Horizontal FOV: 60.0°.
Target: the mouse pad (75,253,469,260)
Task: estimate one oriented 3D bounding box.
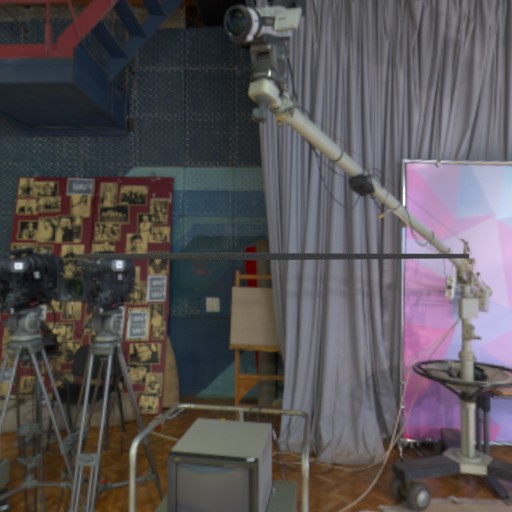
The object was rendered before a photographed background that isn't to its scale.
[{"bbox_3d":[0.000,0.000,0.326,0.203,0.003,0.229,0,0,-38],"label":"mouse pad"}]
